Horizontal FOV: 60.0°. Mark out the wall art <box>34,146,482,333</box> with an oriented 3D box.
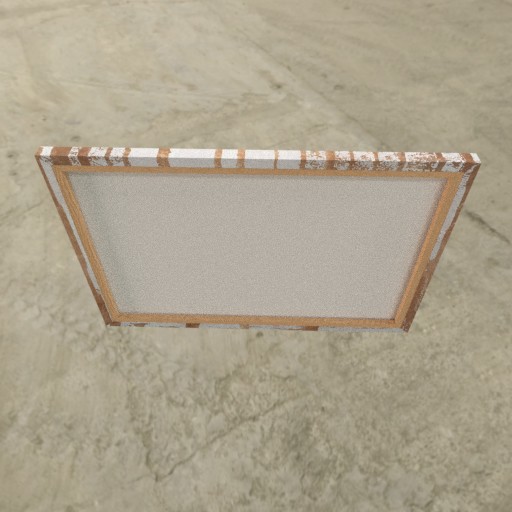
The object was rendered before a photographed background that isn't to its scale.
[{"bbox_3d":[0.000,0.000,1.137,0.914,0.609,0.035,1,46,1],"label":"wall art"}]
